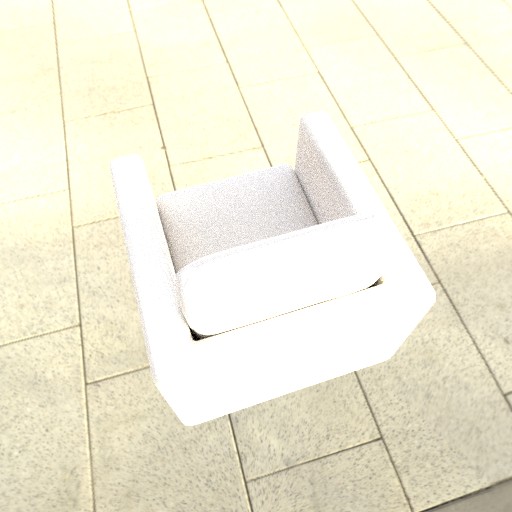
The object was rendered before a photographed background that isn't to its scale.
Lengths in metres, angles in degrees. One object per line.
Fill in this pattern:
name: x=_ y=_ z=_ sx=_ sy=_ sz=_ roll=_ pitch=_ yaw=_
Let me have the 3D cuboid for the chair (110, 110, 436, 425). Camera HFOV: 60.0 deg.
chair: x=0.000 y=0.000 z=1.601 sx=0.831 sy=0.899 sz=0.879 roll=-16 pitch=60 yaw=-9
